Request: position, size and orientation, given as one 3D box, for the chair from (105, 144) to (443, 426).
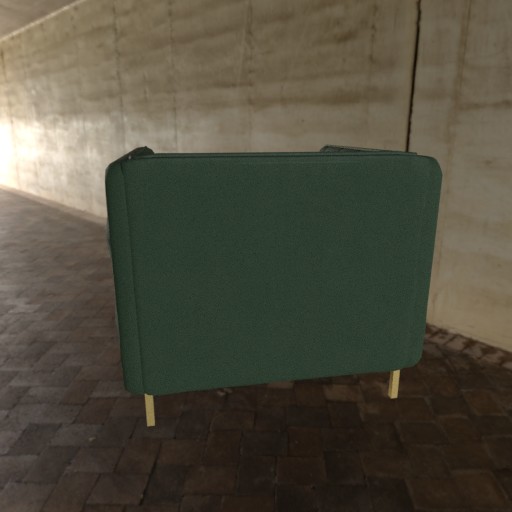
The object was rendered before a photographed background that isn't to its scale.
[{"bbox_3d":[0.000,0.000,1.595,0.917,0.768,0.855,-3,16,-10],"label":"chair"}]
